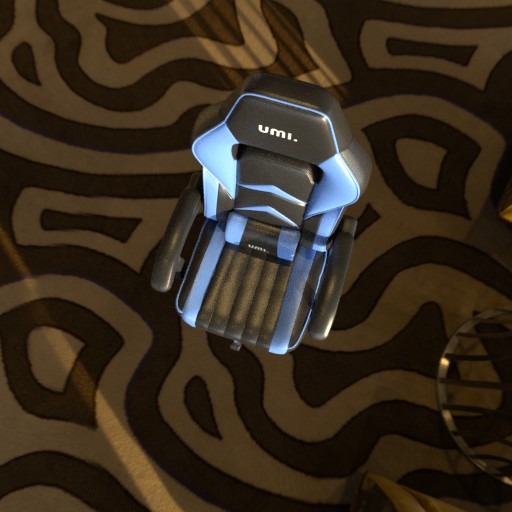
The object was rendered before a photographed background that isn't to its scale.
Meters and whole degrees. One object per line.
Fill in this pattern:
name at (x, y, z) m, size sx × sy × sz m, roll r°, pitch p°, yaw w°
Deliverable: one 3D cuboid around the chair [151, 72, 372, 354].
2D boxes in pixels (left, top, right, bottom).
chair at (0.000, 0.000, 1.684) m, size 0.700 × 1.280 × 0.700 m, roll 17°, pitch 77°, yaw 4°
